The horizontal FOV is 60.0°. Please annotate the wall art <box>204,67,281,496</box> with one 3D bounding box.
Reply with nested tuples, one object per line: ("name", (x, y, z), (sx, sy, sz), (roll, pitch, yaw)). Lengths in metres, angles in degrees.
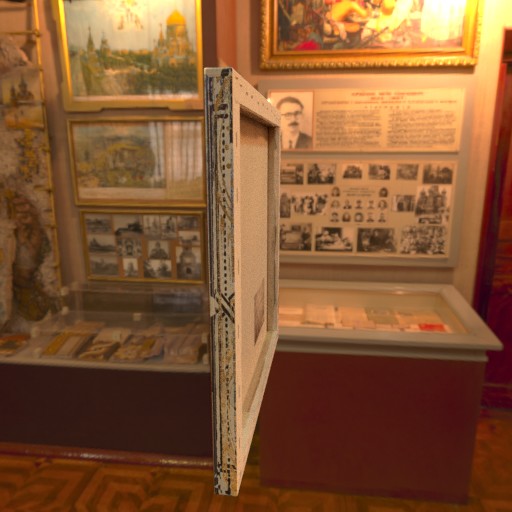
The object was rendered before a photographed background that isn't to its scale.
("wall art", (0.000, 0.000, 0.896), (0.036, 0.607, 0.609), (2, 13, 8))
